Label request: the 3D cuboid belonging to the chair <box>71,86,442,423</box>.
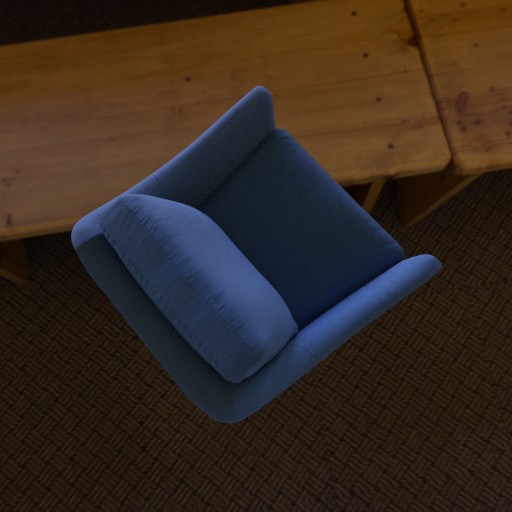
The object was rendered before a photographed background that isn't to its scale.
[{"bbox_3d":[0.000,0.000,1.718,0.961,0.899,0.987,-40,79,-9],"label":"chair"}]
